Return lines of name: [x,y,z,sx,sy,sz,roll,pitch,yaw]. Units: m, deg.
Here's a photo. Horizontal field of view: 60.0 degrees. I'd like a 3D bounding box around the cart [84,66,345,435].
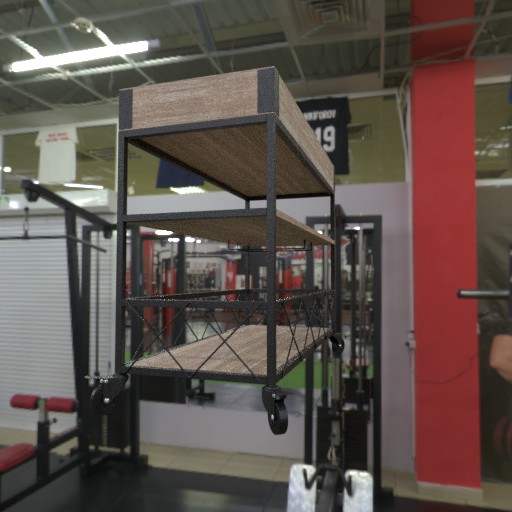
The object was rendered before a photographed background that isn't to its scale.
cart: [0.000,0.000,1.481,0.500,0.787,1.101,-1,-3,18]
